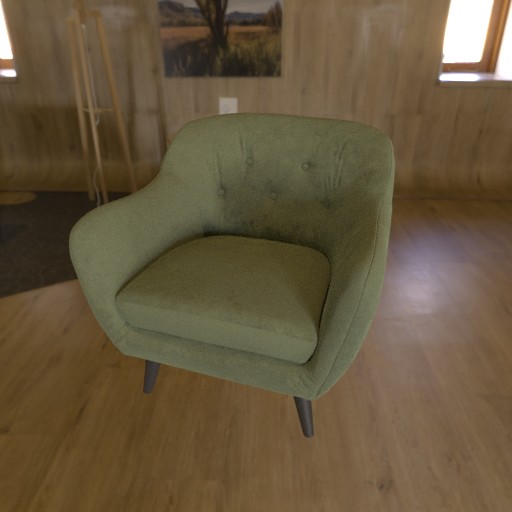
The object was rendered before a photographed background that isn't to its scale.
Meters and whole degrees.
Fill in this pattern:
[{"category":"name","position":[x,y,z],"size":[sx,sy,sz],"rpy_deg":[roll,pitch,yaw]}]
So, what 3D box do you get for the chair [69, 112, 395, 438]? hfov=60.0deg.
[{"category":"chair","position":[0.000,0.000,1.485],"size":[0.840,0.804,0.819],"rpy_deg":[9,28,17]}]
